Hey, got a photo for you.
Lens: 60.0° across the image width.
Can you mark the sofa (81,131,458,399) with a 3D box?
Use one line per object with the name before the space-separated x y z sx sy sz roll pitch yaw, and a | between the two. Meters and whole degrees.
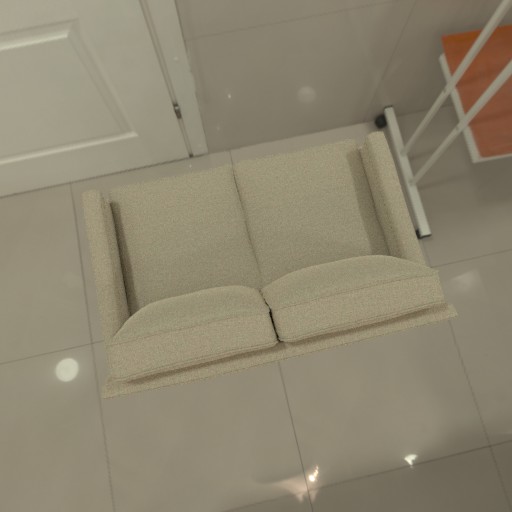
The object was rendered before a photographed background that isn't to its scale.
sofa | 0.000 0.000 2.272 1.597 1.003 1.084 -12 76 -3
